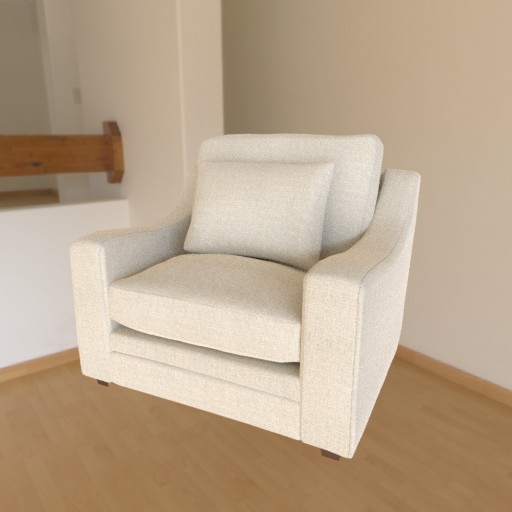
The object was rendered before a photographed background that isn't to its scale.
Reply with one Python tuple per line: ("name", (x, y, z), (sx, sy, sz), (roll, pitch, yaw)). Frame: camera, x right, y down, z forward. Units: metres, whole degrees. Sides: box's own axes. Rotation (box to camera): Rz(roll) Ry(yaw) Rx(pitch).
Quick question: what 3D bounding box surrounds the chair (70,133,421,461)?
("chair", (0.000, 0.000, 1.907), (1.178, 1.016, 1.009), (7, 17, 25))
